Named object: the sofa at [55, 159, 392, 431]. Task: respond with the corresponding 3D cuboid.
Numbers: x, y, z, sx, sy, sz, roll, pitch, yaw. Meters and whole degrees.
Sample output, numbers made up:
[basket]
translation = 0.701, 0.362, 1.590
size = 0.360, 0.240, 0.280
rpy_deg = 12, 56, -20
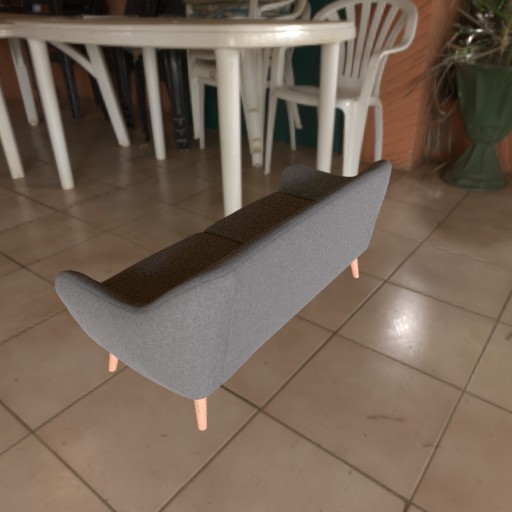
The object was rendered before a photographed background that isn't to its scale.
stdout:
[sofa]
translation = 0.000, 0.000, 2.343
size = 0.820, 0.820, 1.840
rpy_deg = 20, 35, 31
